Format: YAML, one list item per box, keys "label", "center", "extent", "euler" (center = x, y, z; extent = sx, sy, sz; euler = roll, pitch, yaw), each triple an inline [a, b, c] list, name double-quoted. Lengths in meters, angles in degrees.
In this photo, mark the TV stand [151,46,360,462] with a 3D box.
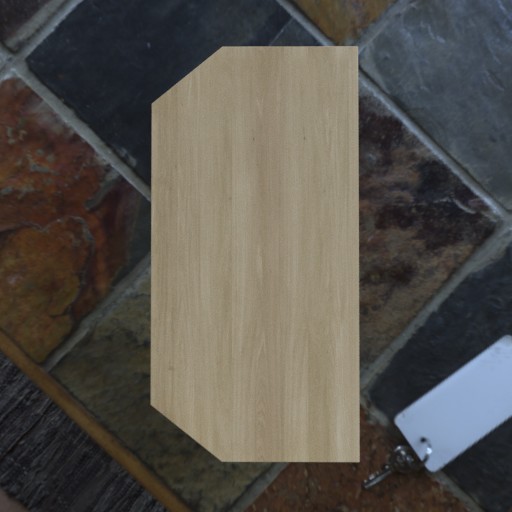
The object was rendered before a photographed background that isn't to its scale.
- label: "TV stand"
  center: [0.000, 0.000, 1.297]
  extent: [0.425, 0.781, 0.851]
  euler: [0, 89, 0]
